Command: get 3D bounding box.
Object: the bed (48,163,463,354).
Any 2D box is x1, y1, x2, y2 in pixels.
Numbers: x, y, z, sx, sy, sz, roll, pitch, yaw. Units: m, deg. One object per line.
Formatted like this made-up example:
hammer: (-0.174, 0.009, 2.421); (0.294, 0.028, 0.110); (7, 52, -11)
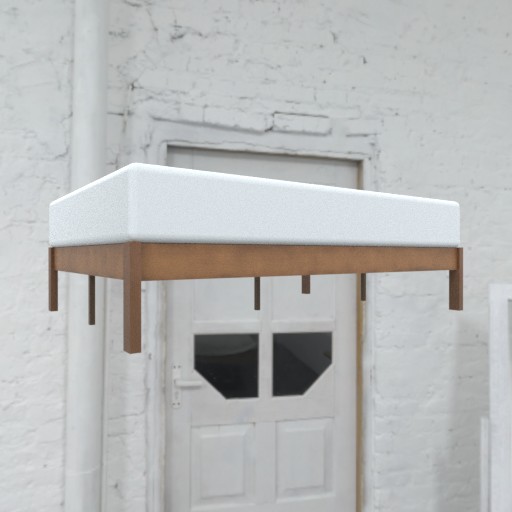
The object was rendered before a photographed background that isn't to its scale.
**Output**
bed: (0.000, 0.000, 2.514); (1.927, 0.616, 1.348); (0, 0, -35)
